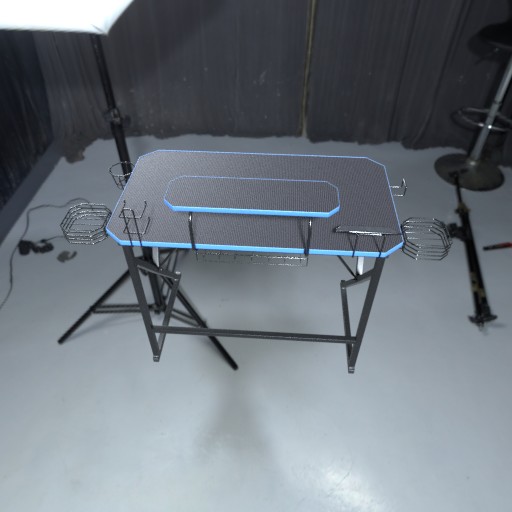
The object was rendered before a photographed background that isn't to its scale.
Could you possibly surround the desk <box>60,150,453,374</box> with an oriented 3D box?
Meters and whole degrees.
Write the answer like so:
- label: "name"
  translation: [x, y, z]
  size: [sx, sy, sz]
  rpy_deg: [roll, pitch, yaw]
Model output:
- label: "desk"
  translation: [0.000, 0.000, 1.797]
  size: [1.295, 0.909, 0.594]
  rpy_deg: [3, 44, 3]
